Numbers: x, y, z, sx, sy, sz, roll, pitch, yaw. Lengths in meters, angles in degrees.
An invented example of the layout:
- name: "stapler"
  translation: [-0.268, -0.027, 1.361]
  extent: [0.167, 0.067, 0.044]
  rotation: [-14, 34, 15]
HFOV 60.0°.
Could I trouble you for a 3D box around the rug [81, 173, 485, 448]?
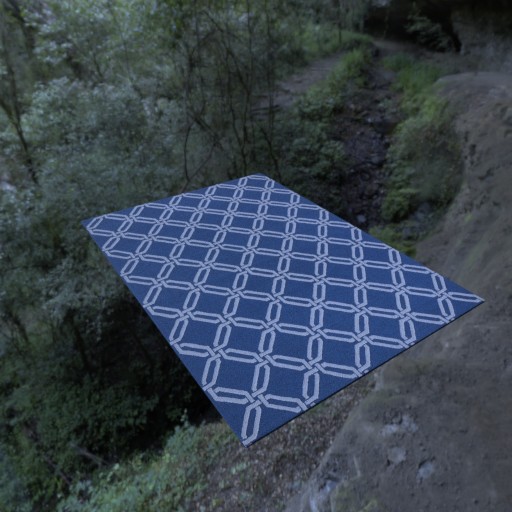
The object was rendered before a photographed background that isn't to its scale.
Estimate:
- name: "rug"
  translation: [0.000, 0.000, 4.332]
  extent: [2.432, 0.018, 3.342]
  rotation: [-21, 38, -28]
